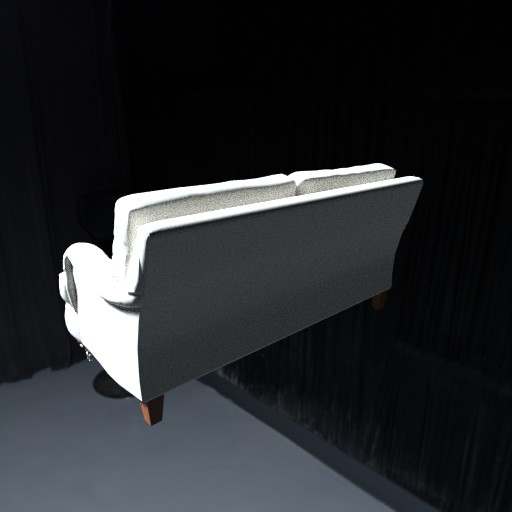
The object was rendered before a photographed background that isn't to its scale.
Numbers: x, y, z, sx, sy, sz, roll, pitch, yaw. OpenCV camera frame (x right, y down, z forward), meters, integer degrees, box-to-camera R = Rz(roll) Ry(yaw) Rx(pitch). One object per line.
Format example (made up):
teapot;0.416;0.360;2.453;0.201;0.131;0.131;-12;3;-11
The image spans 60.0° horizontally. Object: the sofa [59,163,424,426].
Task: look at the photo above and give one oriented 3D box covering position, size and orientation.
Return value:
sofa;0.000;0.000;2.818;2.159;1.087;1.086;-16;24;-40
